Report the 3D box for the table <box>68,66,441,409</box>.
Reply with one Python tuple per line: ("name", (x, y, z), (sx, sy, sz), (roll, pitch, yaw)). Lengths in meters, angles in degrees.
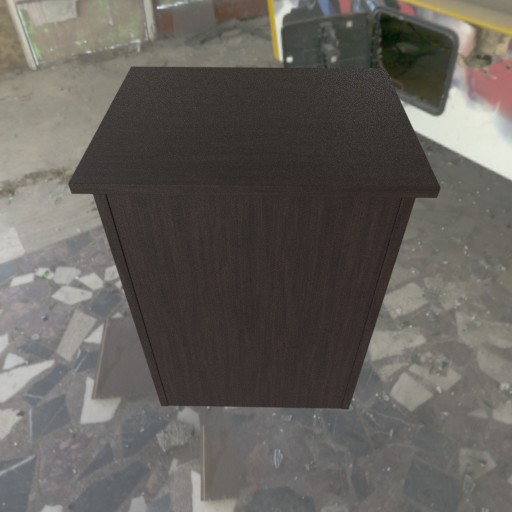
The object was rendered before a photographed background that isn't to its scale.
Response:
("table", (0.000, 0.000, 0.928), (0.480, 0.635, 0.381), (1, 45, 1))
